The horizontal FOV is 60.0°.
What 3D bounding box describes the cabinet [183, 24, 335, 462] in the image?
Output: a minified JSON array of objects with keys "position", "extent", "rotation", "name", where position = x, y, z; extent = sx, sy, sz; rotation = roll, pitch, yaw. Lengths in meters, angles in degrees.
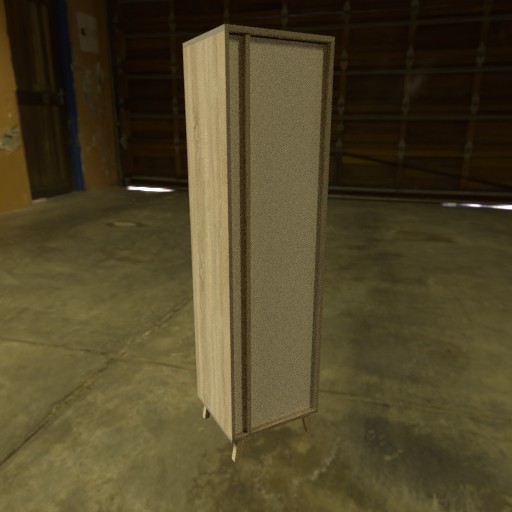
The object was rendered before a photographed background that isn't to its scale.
[{"position":[0.000,0.000,2.209],"extent":[0.510,1.960,0.450],"rotation":[-9,18,-27],"name":"cabinet"}]
